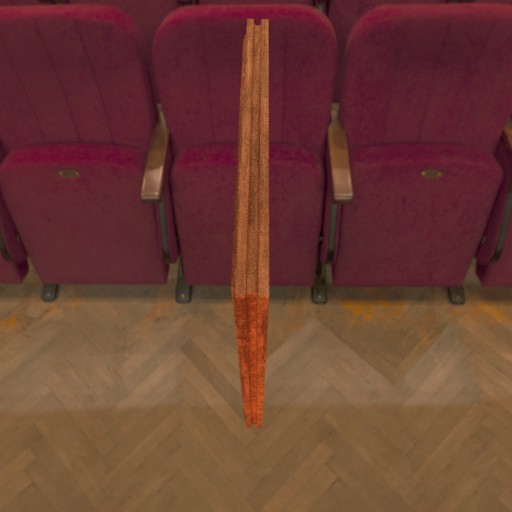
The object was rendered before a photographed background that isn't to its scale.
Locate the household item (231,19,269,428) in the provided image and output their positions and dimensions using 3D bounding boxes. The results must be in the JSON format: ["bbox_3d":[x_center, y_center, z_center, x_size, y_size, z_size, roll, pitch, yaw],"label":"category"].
[{"bbox_3d":[0.000,0.000,0.315,0.018,0.237,0.186,1,58,0],"label":"household item"}]
